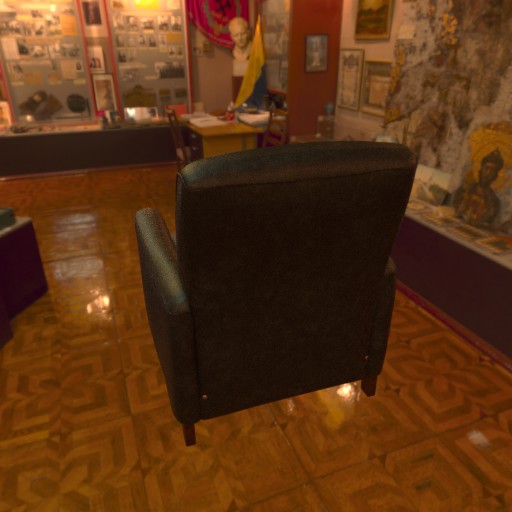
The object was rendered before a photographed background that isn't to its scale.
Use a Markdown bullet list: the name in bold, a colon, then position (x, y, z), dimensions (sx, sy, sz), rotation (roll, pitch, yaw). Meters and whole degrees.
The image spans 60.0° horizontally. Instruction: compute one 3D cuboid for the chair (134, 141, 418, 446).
- **chair**: position (0.000, 0.000, 1.694), dimensions (0.848, 1.014, 0.864), rotation (-9, 27, -17)
